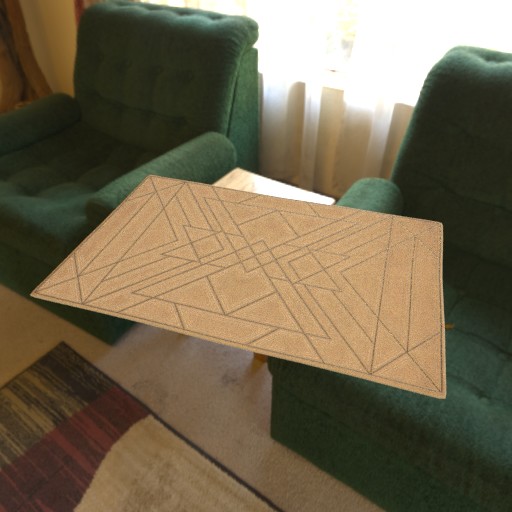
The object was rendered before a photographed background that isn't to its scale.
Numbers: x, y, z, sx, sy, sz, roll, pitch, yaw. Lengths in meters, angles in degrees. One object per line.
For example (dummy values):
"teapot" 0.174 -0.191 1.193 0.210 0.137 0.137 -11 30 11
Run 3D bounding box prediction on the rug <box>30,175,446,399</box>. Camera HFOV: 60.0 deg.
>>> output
"rug" 0.000 0.000 3.048 2.459 0.023 1.575 11 41 13
